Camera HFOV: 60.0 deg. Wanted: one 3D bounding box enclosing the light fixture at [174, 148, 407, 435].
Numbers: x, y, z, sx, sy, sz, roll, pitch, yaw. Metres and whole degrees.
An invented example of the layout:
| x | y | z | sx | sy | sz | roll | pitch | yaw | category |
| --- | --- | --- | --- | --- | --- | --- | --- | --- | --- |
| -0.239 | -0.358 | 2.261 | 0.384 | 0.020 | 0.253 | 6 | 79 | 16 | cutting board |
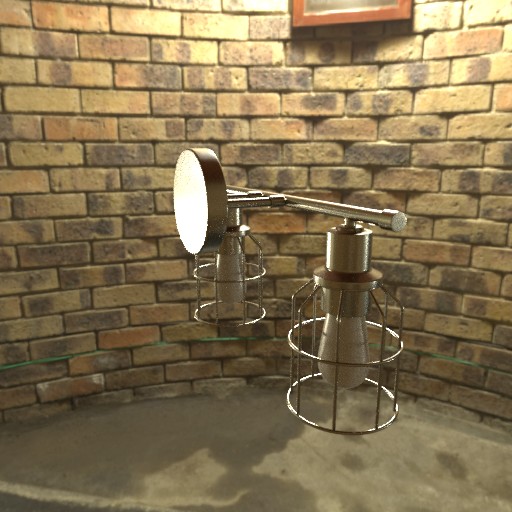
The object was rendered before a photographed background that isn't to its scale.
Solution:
| x | y | z | sx | sy | sz | roll | pitch | yaw | category |
| --- | --- | --- | --- | --- | --- | --- | --- | --- | --- |
| 0.000 | 0.000 | 0.539 | 0.165 | 0.254 | 0.406 | -7 | 15 | -26 | light fixture |
